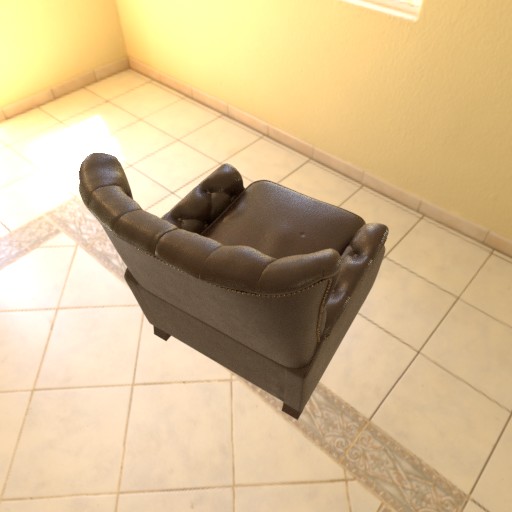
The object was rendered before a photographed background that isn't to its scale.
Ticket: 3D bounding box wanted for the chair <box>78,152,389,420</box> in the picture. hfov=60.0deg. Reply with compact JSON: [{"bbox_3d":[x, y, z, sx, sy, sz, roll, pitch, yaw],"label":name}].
[{"bbox_3d":[0.000,0.000,1.473,0.709,0.864,0.823,25,53,21],"label":"chair"}]
